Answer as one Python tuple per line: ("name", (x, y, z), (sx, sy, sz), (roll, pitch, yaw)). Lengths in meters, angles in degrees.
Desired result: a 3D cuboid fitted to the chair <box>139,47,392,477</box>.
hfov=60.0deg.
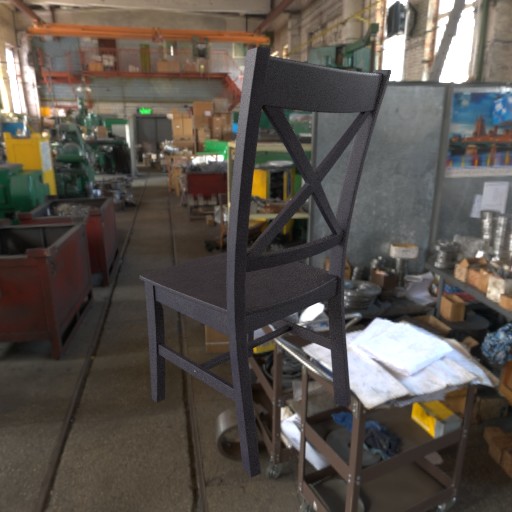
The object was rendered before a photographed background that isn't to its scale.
("chair", (0.000, 0.000, 1.264), (0.485, 0.983, 0.542), (-16, 22, -43))
